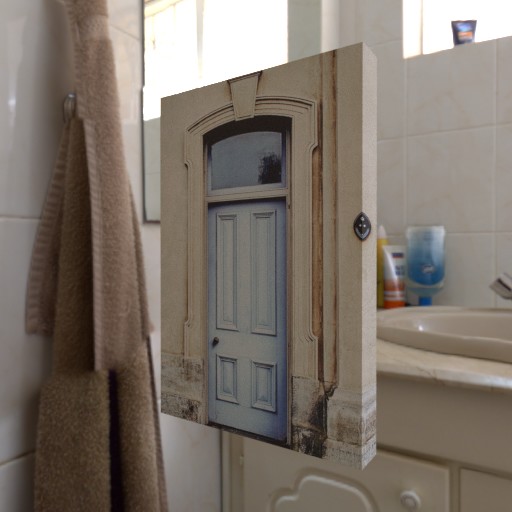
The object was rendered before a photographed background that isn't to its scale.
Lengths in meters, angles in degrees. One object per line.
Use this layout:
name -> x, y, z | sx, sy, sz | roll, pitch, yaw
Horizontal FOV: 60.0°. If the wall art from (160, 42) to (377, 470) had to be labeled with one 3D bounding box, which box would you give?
wall art -> 0.000, 0.000, 0.481 | 0.254, 0.381, 0.038 | 0, 1, 34
